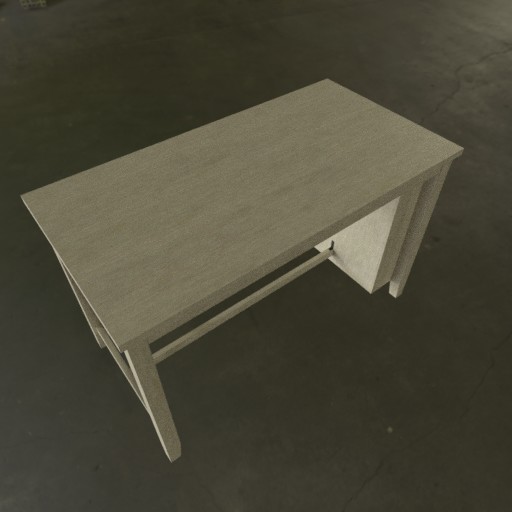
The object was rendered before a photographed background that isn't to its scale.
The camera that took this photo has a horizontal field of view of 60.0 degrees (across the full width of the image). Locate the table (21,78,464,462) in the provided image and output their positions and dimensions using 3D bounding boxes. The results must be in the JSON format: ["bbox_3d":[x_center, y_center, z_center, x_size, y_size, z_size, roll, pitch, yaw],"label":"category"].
[{"bbox_3d":[0.000,0.000,1.872,1.397,0.874,0.729,-29,53,-25],"label":"table"}]
